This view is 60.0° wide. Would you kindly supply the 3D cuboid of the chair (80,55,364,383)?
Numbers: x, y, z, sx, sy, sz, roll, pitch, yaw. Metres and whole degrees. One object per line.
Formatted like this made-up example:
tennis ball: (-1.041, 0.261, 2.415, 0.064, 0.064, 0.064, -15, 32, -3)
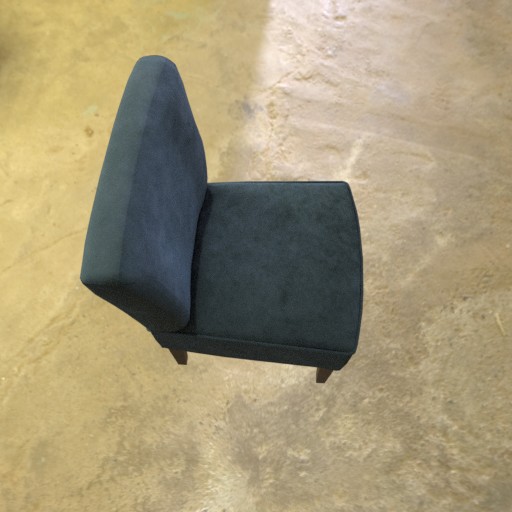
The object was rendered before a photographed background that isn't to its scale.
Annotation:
chair: (0.000, 0.000, 1.154, 0.551, 0.806, 0.521, 3, 63, 2)
